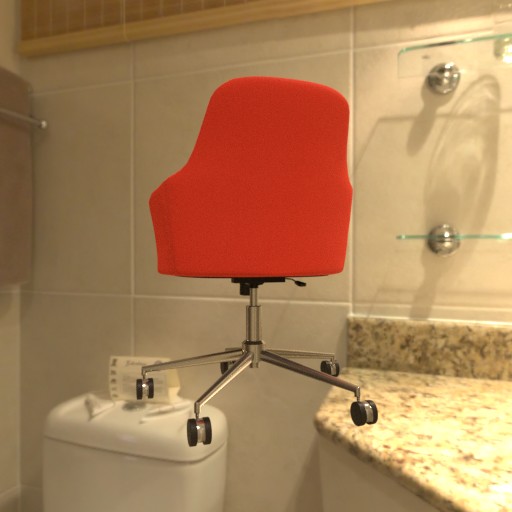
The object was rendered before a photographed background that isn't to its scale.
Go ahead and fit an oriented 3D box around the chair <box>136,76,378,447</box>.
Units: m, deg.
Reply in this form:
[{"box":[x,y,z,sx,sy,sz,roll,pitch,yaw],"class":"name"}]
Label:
[{"box":[0.000,0.000,1.278,0.655,0.820,0.600,0,0,-19],"class":"chair"}]
